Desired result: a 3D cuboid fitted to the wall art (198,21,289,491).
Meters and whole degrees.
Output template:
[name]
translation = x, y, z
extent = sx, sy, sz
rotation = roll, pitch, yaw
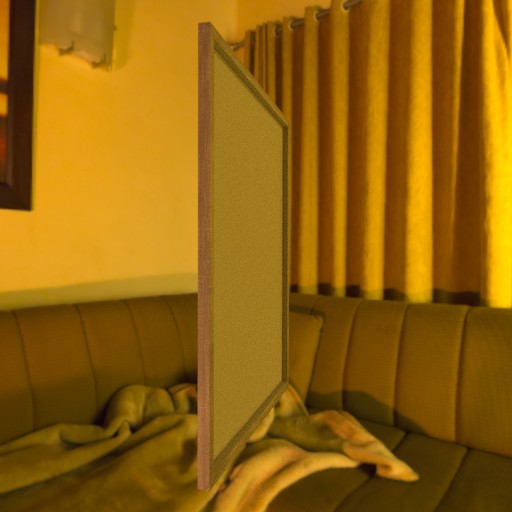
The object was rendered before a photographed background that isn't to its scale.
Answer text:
[wall art]
translation = 0.000, 0.000, 1.340
extent = 0.035, 1.022, 0.781
rotation = 0, 1, 17
